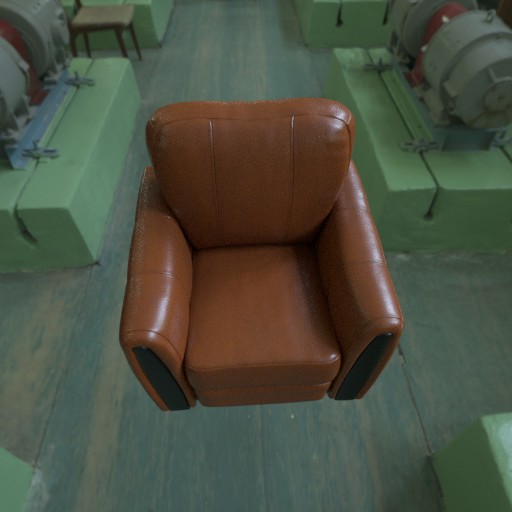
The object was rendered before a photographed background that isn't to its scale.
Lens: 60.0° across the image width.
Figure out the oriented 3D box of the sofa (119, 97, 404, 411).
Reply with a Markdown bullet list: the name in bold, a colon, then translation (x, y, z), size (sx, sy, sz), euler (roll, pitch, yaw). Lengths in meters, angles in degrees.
- **sofa**: translation (0.000, 0.000, 1.526), size (0.836, 0.876, 0.789), euler (-3, 46, -3)
